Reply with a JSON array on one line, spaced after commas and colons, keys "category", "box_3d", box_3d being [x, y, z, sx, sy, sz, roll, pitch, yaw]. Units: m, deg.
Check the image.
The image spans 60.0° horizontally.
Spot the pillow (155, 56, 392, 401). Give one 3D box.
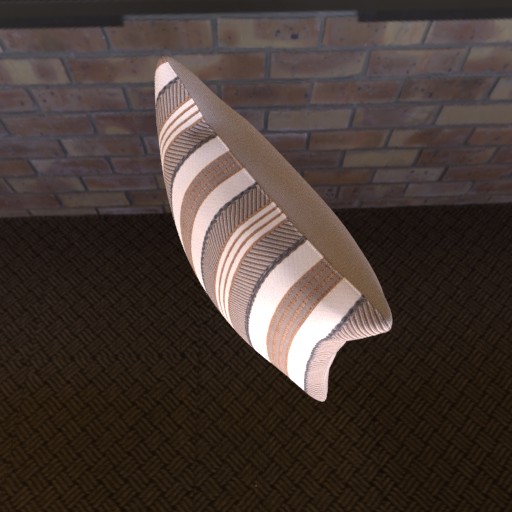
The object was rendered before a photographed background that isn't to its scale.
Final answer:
[{"category": "pillow", "box_3d": [0.000, 0.000, 0.637, 0.173, 0.401, 0.416, -31, 67, -15]}]
